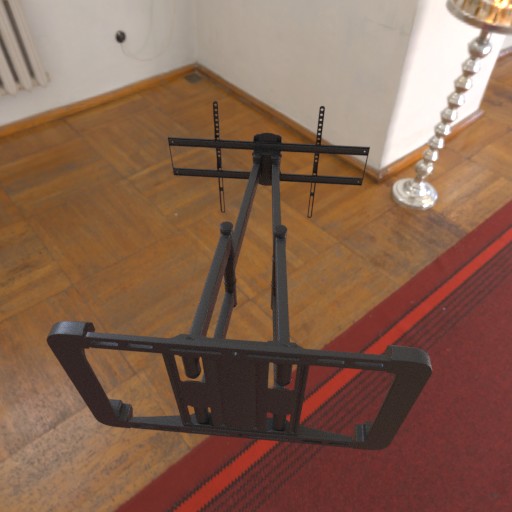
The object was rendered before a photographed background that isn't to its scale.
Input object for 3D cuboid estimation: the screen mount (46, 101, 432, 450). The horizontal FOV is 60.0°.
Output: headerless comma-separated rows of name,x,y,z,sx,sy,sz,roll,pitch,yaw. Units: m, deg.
screen mount,0.000,0.000,1.284,0.725,0.483,0.905,4,47,3
